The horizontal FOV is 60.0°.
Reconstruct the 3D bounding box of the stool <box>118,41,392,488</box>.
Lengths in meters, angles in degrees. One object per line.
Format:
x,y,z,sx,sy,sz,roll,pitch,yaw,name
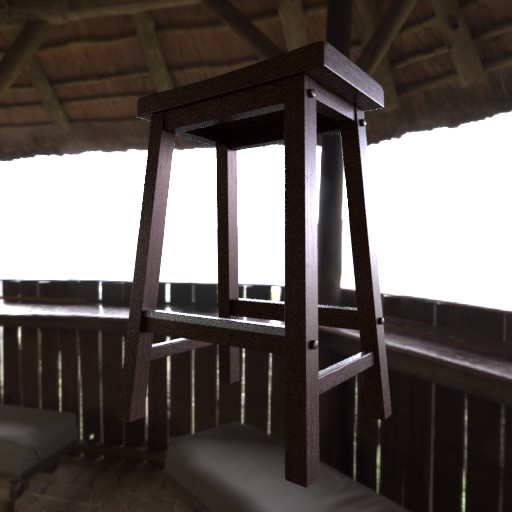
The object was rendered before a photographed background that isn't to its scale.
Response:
0.000,0.000,0.832,0.406,0.610,0.322,1,1,36,stool
